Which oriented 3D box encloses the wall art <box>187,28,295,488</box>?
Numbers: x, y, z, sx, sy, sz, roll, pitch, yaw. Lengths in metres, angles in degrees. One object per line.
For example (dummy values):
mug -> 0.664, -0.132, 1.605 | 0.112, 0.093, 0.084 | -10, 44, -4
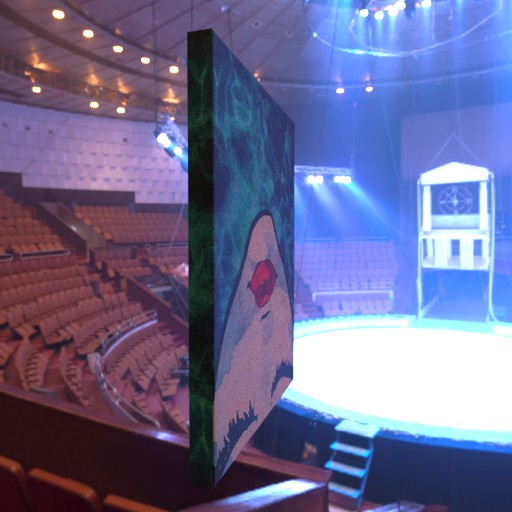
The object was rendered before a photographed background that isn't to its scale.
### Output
wall art -> 0.000, 0.000, 0.858 | 0.038, 0.635, 0.508 | 1, 2, 18
